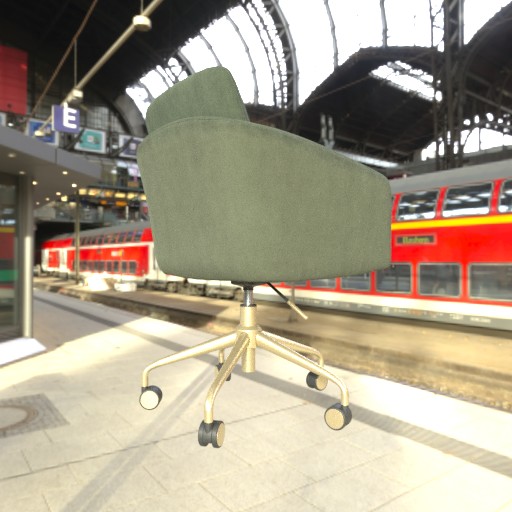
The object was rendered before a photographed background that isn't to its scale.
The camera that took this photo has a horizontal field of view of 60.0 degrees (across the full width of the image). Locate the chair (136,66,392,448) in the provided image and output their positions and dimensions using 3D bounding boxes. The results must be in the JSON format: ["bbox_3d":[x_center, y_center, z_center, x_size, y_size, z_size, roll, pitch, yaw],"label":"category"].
[{"bbox_3d":[0.000,0.000,1.354,0.635,0.908,0.641,0,0,-38],"label":"chair"}]
